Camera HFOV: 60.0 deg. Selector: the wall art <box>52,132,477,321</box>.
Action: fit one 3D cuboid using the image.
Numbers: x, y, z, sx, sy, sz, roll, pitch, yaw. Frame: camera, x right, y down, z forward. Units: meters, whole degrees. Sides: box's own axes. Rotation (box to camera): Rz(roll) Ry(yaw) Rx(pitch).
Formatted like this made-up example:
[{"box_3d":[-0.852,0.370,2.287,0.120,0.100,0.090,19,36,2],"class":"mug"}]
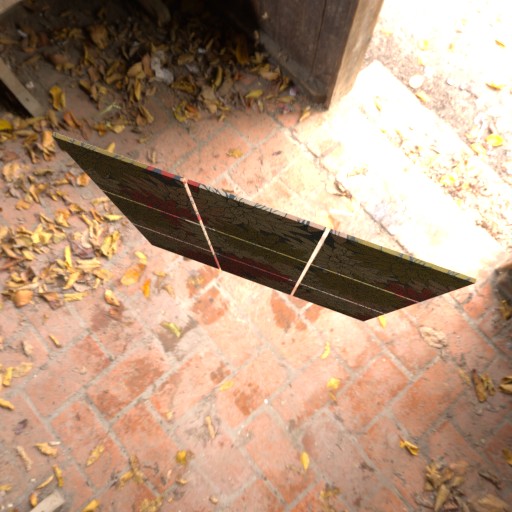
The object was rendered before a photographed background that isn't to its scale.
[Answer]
[{"box_3d":[0.000,0.000,1.780,1.206,1.218,0.013,20,78,4],"class":"wall art"}]
